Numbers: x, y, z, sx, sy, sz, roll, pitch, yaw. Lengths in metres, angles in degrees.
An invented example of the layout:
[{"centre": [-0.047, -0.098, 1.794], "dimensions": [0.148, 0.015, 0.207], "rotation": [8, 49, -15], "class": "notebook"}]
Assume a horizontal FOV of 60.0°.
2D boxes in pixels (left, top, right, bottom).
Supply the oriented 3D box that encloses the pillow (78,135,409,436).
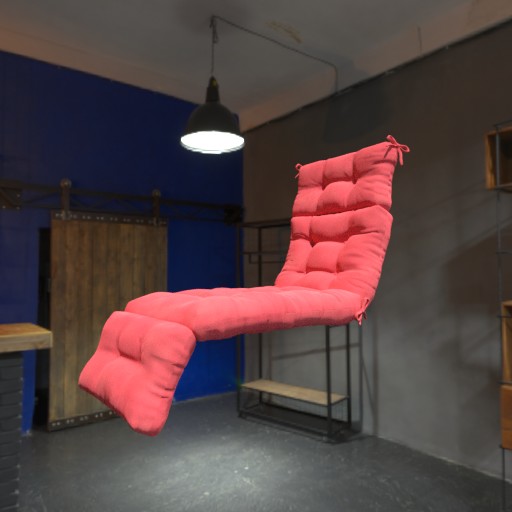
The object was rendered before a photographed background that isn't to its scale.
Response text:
[{"centre": [0.000, 0.000, 1.481], "dimensions": [1.016, 0.863, 0.526], "rotation": [2, -3, -36], "class": "pillow"}]
